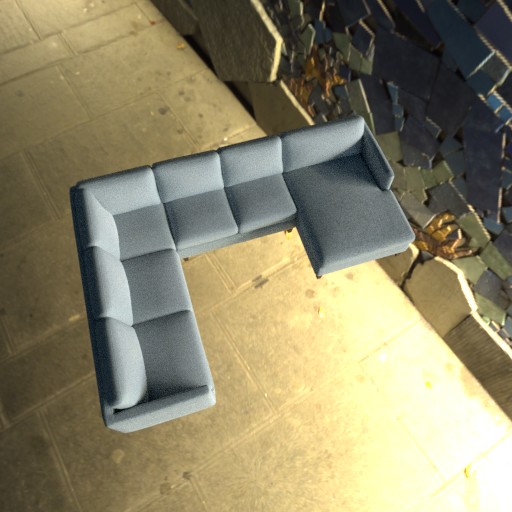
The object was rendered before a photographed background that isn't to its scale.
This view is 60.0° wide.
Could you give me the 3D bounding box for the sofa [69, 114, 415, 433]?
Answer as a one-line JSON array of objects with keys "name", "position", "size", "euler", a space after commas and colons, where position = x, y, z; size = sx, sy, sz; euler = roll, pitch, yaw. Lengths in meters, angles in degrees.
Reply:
[{"name": "sofa", "position": [0.000, 0.000, 4.594], "size": [3.403, 0.889, 2.551], "euler": [-16, 64, -8]}]
